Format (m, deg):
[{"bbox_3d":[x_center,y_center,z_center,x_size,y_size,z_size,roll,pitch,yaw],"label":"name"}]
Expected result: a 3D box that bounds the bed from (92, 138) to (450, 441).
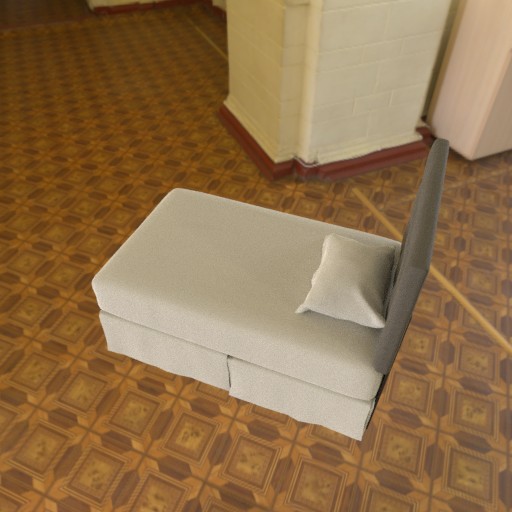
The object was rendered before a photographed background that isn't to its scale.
[{"bbox_3d":[0.000,0.000,2.985,1.997,1.571,1.261,15,47,15],"label":"bed"}]
